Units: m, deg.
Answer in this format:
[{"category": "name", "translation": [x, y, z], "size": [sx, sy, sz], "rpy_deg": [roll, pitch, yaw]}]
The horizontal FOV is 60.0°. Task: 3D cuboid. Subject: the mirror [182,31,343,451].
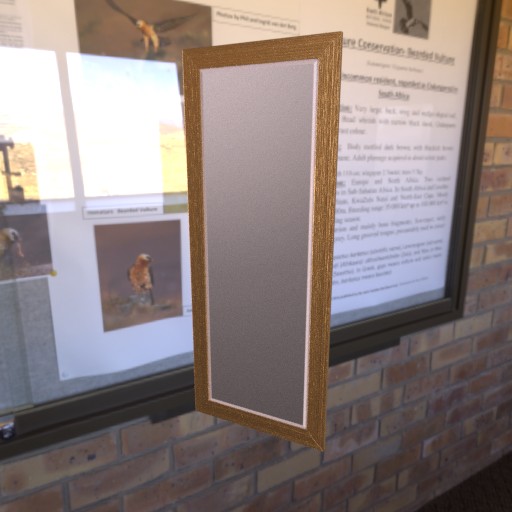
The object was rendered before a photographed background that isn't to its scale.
[{"category": "mirror", "translation": [0.000, 0.000, 2.285], "size": [0.812, 2.031, 0.025], "rpy_deg": [7, 16, 26]}]
